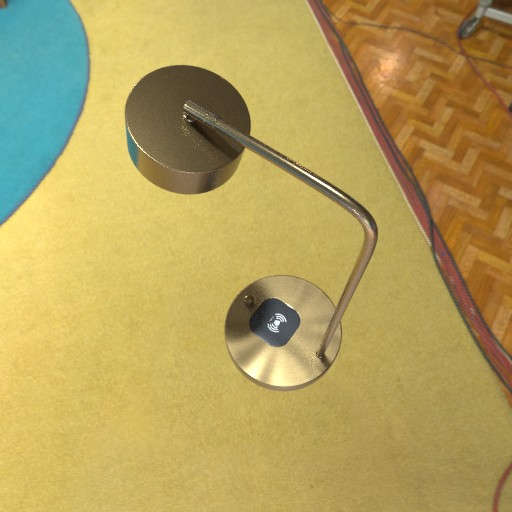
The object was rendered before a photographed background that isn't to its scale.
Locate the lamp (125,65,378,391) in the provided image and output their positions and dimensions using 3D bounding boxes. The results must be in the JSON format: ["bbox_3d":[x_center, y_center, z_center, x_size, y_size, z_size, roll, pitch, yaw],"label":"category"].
[{"bbox_3d":[0.000,0.000,0.513,0.270,0.380,0.171,34,67,17],"label":"lamp"}]
